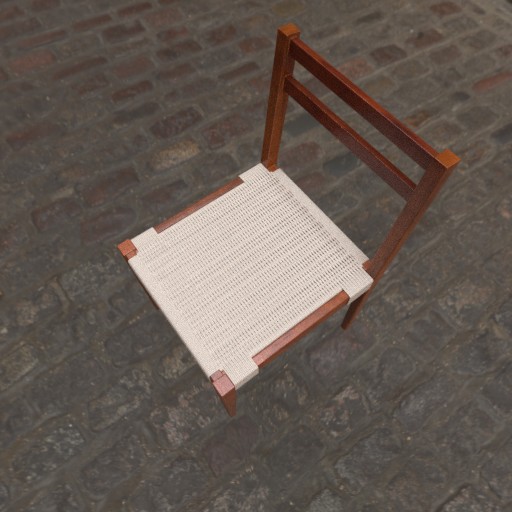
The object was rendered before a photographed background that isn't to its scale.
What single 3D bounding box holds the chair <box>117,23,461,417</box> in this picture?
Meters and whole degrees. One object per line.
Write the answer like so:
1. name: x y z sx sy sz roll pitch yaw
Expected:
1. chair: 0.000 0.000 1.191 0.569 0.851 0.495 -34 67 -16
